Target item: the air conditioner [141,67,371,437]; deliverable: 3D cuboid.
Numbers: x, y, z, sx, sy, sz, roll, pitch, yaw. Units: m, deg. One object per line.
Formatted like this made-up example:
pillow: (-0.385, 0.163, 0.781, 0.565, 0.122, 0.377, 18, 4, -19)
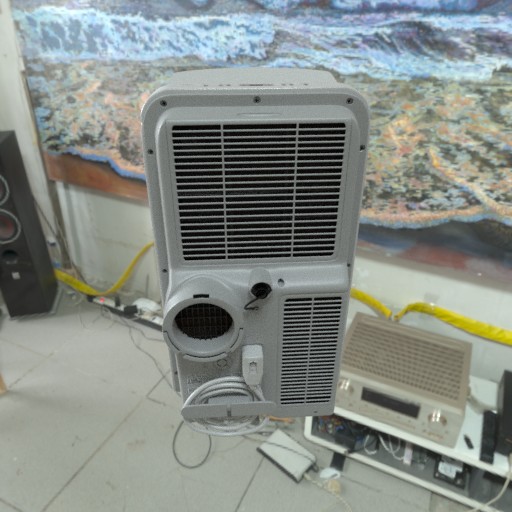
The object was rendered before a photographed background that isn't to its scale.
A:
air conditioner: (0.000, 0.000, 1.038, 0.449, 0.786, 0.414, -2, 29, -3)
